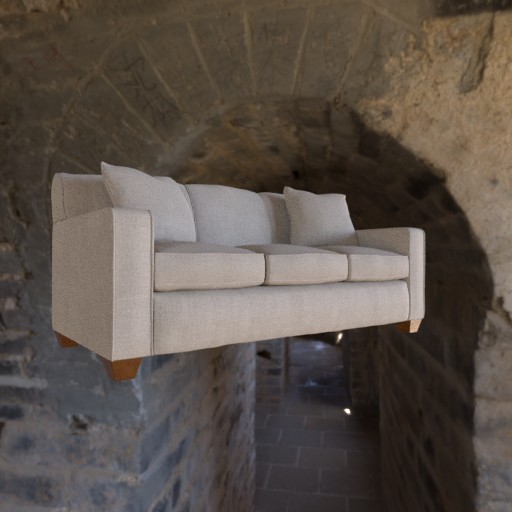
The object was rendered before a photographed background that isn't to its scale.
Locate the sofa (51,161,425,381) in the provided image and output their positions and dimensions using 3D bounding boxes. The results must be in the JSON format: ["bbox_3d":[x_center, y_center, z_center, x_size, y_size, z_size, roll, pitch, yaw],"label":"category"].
[{"bbox_3d":[0.000,0.000,2.586,2.024,0.958,0.997,0,-1,-37],"label":"sofa"}]
